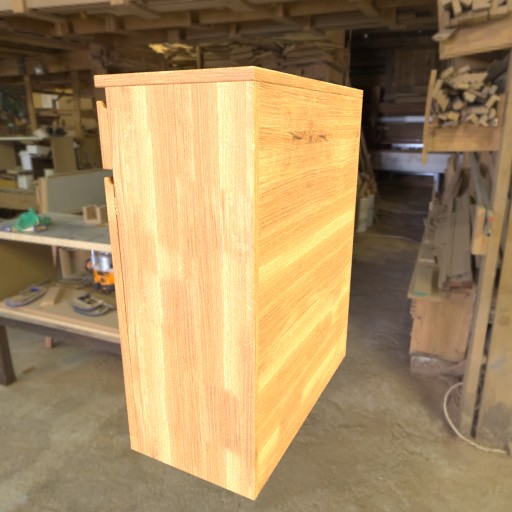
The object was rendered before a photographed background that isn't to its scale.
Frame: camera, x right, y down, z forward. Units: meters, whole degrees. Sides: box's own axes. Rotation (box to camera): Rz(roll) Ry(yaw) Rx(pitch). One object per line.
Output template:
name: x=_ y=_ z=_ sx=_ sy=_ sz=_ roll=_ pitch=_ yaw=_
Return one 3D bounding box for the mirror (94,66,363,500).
mirror: x=0.000 y=0.000 z=1.382 sx=0.400 sy=1.000 sz=0.800 roll=9 pitch=19 yaw=26
